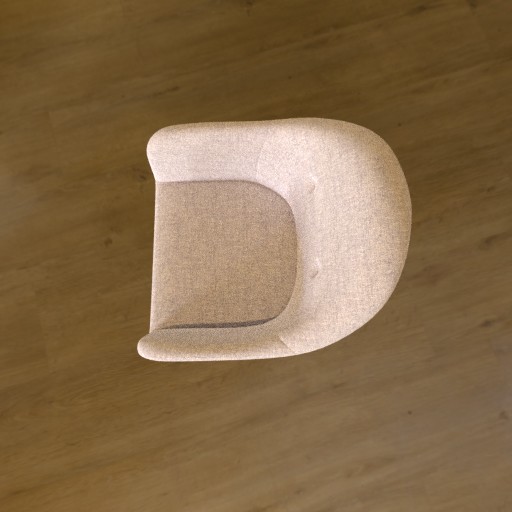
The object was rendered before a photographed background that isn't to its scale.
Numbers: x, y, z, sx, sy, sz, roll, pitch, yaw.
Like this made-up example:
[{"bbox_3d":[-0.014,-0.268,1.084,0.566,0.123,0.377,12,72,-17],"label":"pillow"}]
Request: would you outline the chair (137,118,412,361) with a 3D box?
[{"bbox_3d":[0.000,0.000,1.166,0.570,0.780,0.540,-1,76,0],"label":"chair"}]
